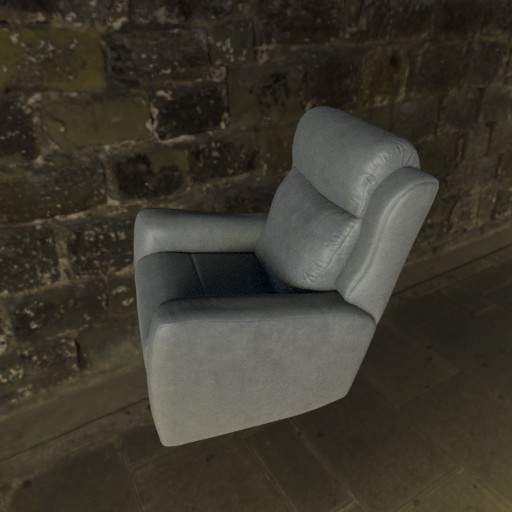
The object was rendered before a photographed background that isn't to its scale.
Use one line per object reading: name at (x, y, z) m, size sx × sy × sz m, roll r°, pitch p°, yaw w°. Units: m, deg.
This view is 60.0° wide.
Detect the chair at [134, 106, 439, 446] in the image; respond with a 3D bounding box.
chair at (0.000, 0.000, 1.940) m, size 1.068 × 1.116 × 0.965 m, roll -8°, pitch 31°, yaw -14°
